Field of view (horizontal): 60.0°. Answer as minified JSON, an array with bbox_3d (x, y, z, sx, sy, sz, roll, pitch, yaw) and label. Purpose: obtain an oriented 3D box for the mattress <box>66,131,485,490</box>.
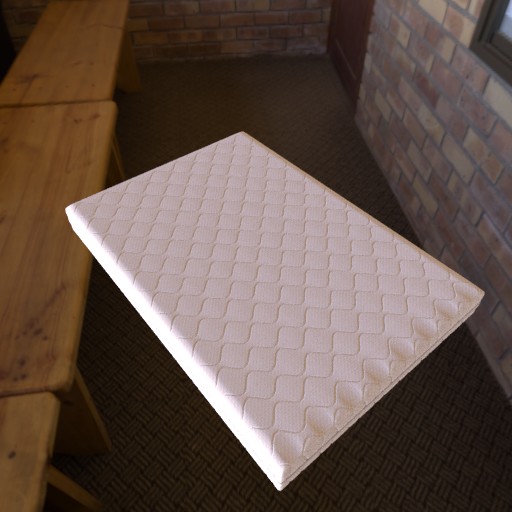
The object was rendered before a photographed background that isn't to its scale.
[{"bbox_3d":[0.000,0.000,2.534,1.400,0.200,2.000,-31,54,-26],"label":"mattress"}]
